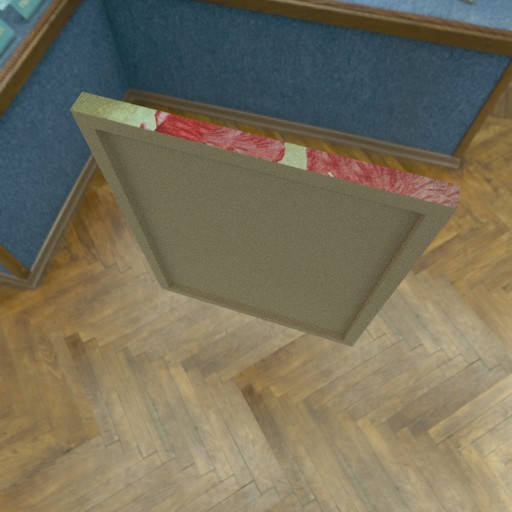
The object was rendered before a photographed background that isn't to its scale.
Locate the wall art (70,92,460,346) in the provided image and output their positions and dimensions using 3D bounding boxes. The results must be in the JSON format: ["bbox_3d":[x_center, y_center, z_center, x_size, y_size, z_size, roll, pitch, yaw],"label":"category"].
[{"bbox_3d":[0.000,0.000,0.677,0.406,0.508,0.028,16,65,8],"label":"wall art"}]
